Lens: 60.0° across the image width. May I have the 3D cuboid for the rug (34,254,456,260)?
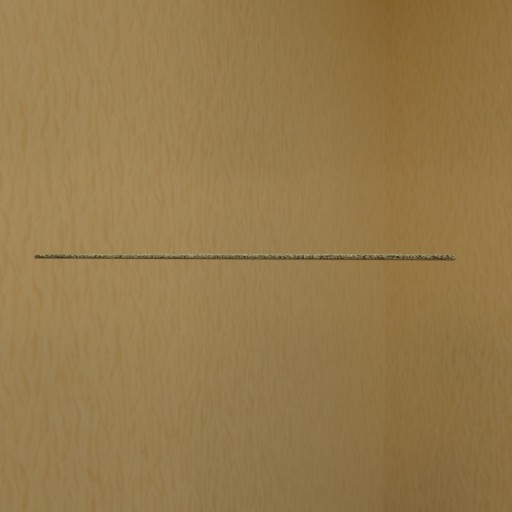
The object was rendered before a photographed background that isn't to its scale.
[{"bbox_3d":[0.000,0.000,3.567,2.743,0.030,1.778,0,0,17],"label":"rug"}]
